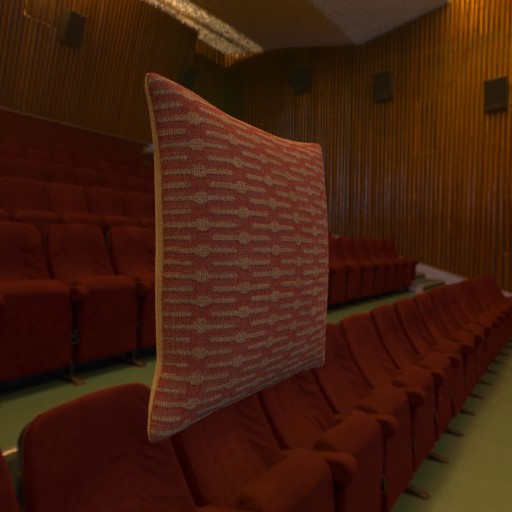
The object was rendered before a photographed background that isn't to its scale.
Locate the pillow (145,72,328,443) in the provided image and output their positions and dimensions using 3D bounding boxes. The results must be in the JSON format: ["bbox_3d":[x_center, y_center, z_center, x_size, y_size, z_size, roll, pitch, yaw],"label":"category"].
[{"bbox_3d":[0.000,0.000,0.807,0.182,0.503,0.511,1,1,35],"label":"pillow"}]
